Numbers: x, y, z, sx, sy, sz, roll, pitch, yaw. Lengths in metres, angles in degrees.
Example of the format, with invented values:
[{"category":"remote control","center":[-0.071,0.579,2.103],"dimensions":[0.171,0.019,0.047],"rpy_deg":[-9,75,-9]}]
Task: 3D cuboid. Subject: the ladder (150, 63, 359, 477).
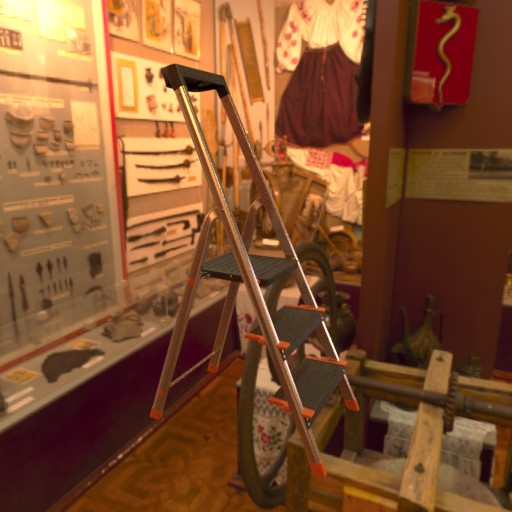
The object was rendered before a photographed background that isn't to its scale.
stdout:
[{"category":"ladder","center":[0.000,0.000,1.535],"dimensions":[0.686,1.229,0.416],"rpy_deg":[7,16,26]}]
